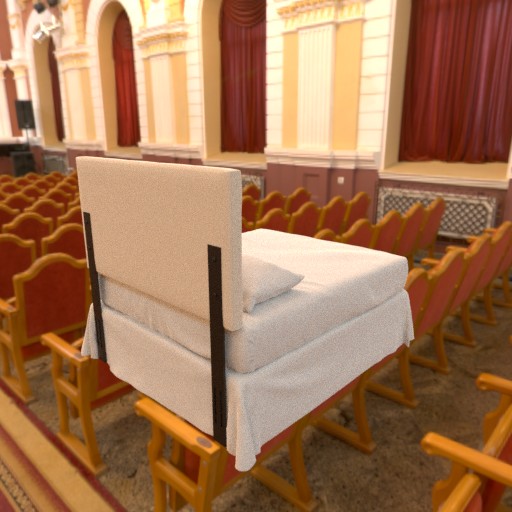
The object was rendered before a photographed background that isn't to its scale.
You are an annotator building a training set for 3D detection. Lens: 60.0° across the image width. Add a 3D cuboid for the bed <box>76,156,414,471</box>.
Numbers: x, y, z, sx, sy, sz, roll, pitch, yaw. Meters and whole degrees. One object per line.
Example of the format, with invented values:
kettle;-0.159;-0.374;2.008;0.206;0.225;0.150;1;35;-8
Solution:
bed;0.000;0.000;3.537;1.936;1.577;2.222;15;21;42
